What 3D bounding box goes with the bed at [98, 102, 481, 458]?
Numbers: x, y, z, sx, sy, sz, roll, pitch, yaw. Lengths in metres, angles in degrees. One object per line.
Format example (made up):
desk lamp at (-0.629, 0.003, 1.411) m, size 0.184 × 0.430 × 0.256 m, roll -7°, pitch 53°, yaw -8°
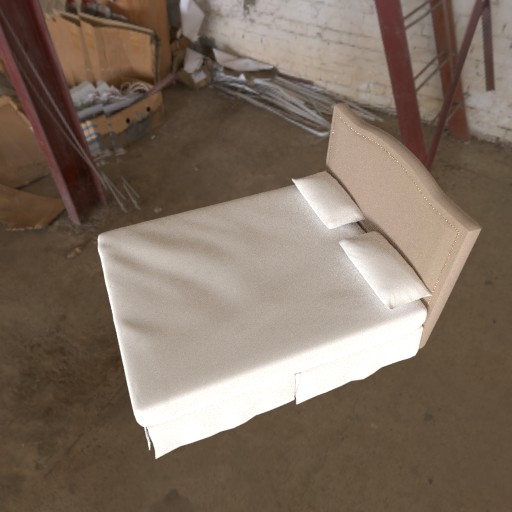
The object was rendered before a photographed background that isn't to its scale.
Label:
bed at (0.000, 0.000, 3.383) m, size 2.282 × 1.436 × 1.821 m, roll -16°, pitch 48°, yaw -15°
